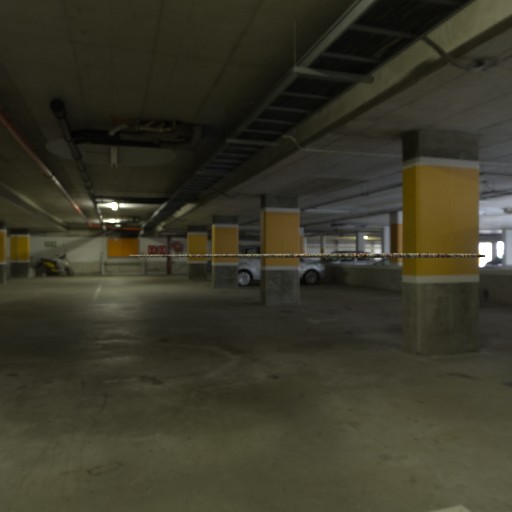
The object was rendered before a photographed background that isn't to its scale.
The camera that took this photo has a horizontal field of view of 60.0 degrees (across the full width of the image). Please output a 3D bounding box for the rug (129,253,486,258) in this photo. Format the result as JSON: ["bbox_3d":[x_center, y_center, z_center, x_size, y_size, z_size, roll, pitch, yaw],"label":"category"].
[{"bbox_3d":[0.000,0.000,2.543,0.688,0.015,2.292,0,0,-36],"label":"rug"}]
